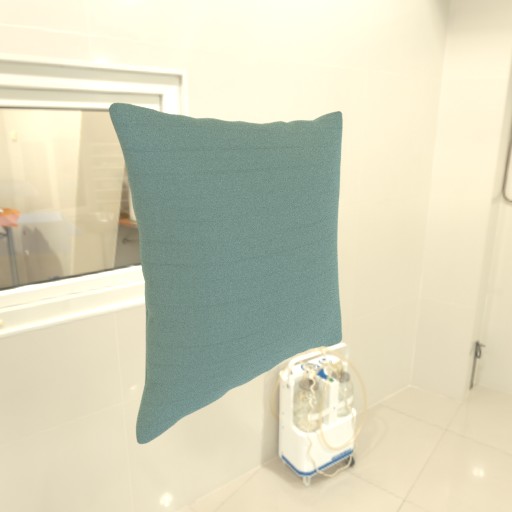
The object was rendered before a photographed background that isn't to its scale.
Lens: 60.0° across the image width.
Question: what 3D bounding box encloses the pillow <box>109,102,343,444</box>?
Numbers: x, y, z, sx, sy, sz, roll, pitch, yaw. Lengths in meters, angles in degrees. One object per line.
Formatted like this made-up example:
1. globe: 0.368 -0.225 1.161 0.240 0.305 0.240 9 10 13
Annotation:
1. pillow: 0.000 0.000 0.724 0.470 0.464 0.175 -15 21 -43
